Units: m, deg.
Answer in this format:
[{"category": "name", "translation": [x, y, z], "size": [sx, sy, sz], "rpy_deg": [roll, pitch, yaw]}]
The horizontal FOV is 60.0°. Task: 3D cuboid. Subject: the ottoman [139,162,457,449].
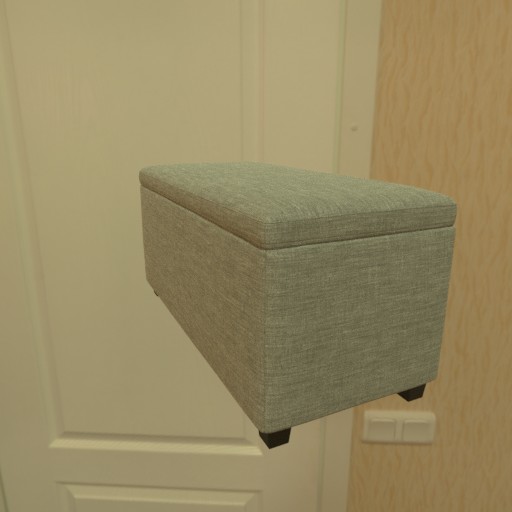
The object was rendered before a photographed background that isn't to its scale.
[{"category": "ottoman", "translation": [0.000, 0.000, 1.143], "size": [0.419, 0.432, 0.902], "rpy_deg": [-8, 18, -25]}]
